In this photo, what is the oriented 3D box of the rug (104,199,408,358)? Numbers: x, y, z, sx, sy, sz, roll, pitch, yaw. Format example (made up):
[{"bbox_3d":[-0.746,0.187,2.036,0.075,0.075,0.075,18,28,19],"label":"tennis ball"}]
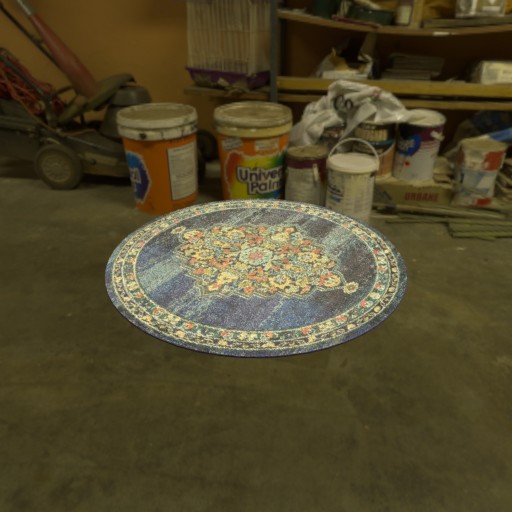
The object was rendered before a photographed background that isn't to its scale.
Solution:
[{"bbox_3d":[0.000,0.000,2.427,1.591,0.010,1.591,0,30,0],"label":"rug"}]
